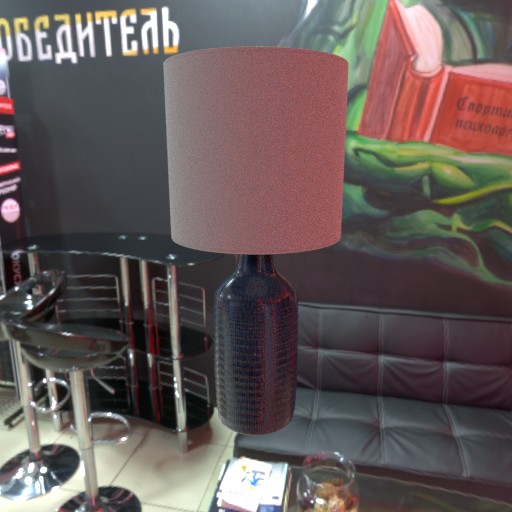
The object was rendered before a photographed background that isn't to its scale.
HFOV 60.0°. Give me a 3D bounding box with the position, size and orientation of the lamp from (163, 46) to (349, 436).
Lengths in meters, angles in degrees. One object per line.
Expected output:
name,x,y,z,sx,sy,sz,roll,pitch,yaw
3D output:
lamp,0.000,0.000,0.595,0.220,0.475,0.220,13,19,43
